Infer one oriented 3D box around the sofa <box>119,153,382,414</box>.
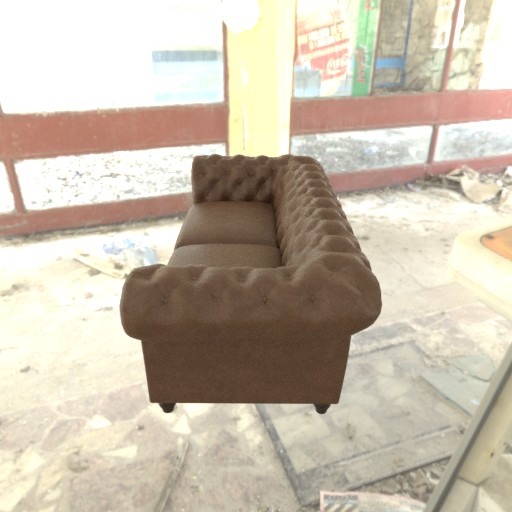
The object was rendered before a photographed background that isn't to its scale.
[{"bbox_3d":[0.000,0.000,2.539,0.955,0.784,2.048,0,26,0],"label":"sofa"}]
